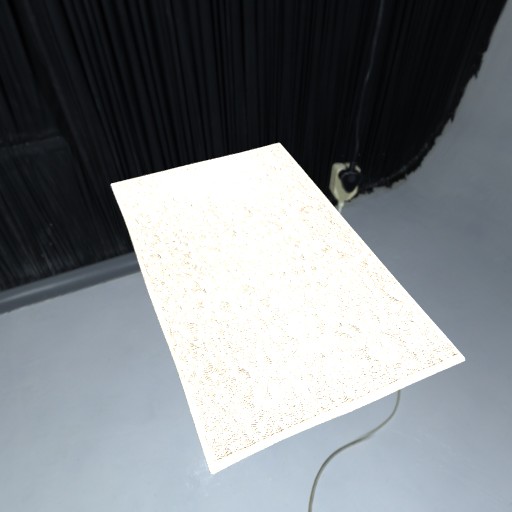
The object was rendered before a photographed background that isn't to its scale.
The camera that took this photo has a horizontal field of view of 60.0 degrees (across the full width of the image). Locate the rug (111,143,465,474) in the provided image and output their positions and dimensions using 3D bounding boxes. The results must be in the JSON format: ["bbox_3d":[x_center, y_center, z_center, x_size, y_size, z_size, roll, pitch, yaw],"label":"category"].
[{"bbox_3d":[0.000,0.000,3.060,1.529,0.012,2.435,-18,49,-16],"label":"rug"}]
